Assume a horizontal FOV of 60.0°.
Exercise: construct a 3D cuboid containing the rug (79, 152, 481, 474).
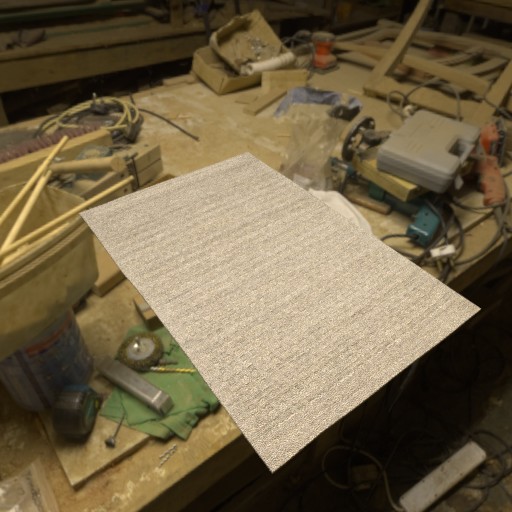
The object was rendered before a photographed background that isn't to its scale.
[{"bbox_3d":[0.000,0.000,2.897,1.532,0.018,2.297,-26,48,-26],"label":"rug"}]
